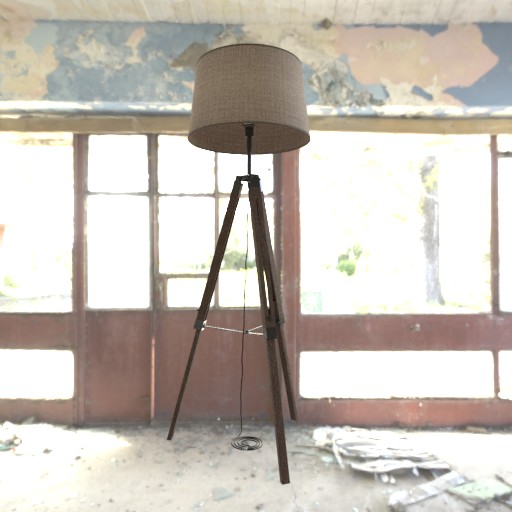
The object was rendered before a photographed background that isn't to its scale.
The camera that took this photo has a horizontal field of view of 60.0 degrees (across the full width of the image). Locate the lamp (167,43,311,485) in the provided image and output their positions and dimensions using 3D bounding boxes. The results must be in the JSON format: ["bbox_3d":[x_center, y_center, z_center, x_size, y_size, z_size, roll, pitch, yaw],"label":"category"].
[{"bbox_3d":[0.000,0.000,1.824,0.604,1.510,0.587,0,0,37],"label":"lamp"}]
